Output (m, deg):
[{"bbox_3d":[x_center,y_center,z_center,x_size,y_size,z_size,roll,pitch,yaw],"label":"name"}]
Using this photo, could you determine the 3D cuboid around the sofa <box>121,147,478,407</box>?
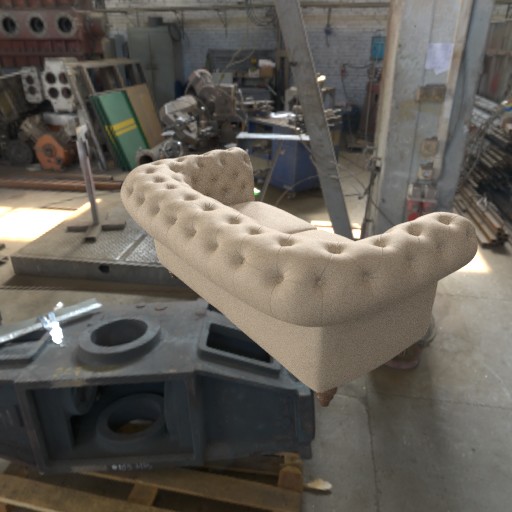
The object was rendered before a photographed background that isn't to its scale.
[{"bbox_3d":[0.000,0.000,2.528,1.069,0.835,1.988,-17,31,-32],"label":"sofa"}]
